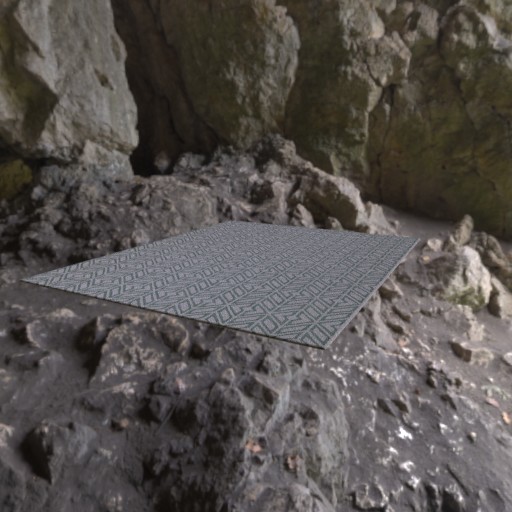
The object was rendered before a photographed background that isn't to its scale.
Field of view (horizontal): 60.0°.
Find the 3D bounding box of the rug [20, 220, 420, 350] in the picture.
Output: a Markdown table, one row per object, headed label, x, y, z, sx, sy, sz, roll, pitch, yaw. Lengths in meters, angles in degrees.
| label | x | y | z | sx | sy | sz | roll | pitch | yaw |
| --- | --- | --- | --- | --- | --- | --- | --- | --- | --- |
| rug | 0.000 | 0.000 | 4.098 | 2.441 | 0.017 | 3.050 | 8 | 16 | 27 |
